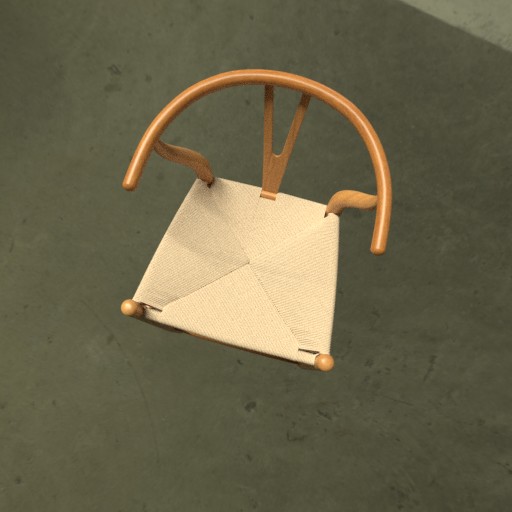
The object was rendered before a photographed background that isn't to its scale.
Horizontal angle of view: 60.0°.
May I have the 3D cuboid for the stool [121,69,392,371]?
[{"bbox_3d":[0.000,0.000,1.348,0.569,0.970,0.579,15,75,4],"label":"stool"}]
